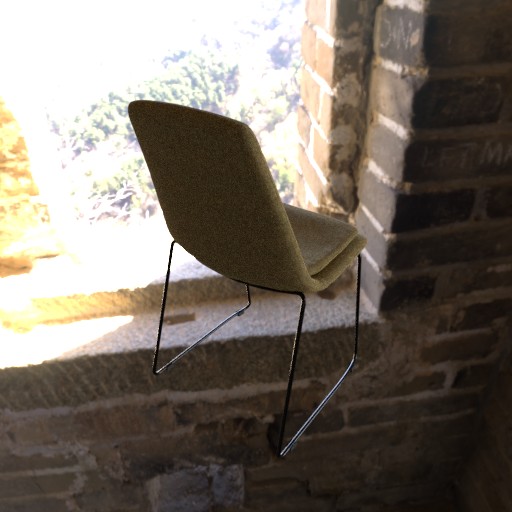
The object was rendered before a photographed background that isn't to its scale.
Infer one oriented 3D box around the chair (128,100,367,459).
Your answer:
[{"bbox_3d":[0.000,0.000,1.160,0.479,0.849,0.496,22,37,32],"label":"chair"}]
